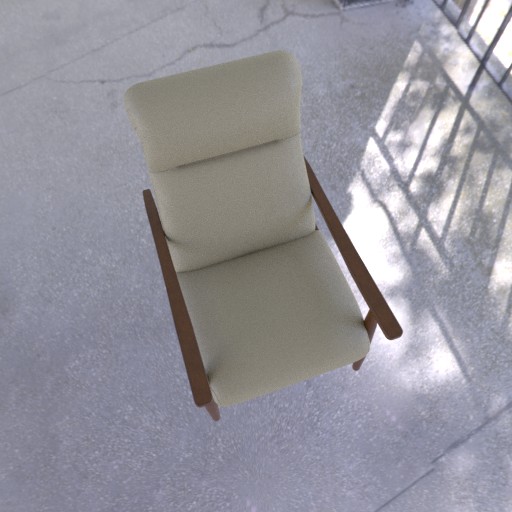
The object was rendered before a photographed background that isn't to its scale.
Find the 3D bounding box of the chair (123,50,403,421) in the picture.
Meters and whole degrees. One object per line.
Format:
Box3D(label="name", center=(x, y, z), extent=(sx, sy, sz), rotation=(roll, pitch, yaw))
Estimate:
Box3D(label="chair", center=(0.000, 0.000, 1.797), extent=(0.762, 1.082, 1.014), rotation=(-17, 64, -9))
